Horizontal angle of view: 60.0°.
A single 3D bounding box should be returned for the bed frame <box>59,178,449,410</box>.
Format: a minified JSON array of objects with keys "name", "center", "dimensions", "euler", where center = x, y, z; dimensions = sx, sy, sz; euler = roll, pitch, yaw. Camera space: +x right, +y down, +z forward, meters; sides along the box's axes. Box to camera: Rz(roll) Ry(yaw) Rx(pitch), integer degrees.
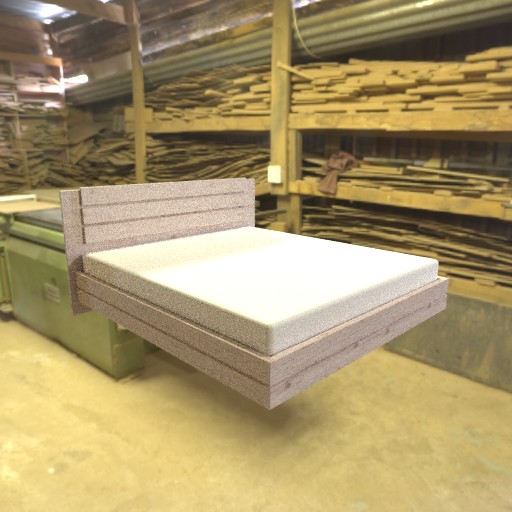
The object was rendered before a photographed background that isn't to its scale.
[{"name":"bed frame","center":[0.000,0.000,3.255],"dimensions":[1.950,0.970,2.080],"euler":[-13,19,-43]}]
